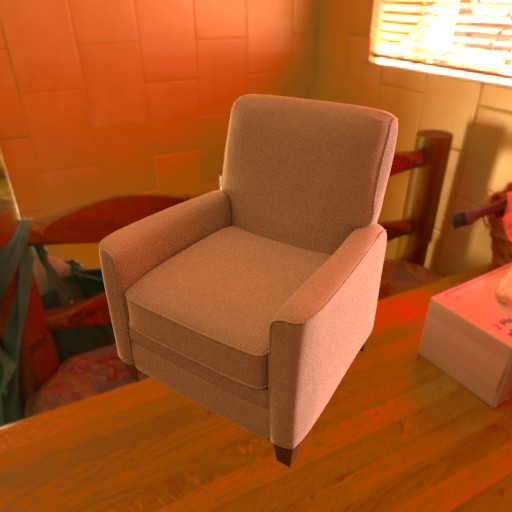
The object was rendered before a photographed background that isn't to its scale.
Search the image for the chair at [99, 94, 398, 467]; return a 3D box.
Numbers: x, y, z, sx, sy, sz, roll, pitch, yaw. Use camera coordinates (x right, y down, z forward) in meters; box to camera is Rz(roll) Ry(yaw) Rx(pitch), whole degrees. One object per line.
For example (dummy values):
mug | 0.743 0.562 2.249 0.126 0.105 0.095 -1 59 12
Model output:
chair | 0.000 0.000 1.669 0.845 1.023 0.859 18 34 28
